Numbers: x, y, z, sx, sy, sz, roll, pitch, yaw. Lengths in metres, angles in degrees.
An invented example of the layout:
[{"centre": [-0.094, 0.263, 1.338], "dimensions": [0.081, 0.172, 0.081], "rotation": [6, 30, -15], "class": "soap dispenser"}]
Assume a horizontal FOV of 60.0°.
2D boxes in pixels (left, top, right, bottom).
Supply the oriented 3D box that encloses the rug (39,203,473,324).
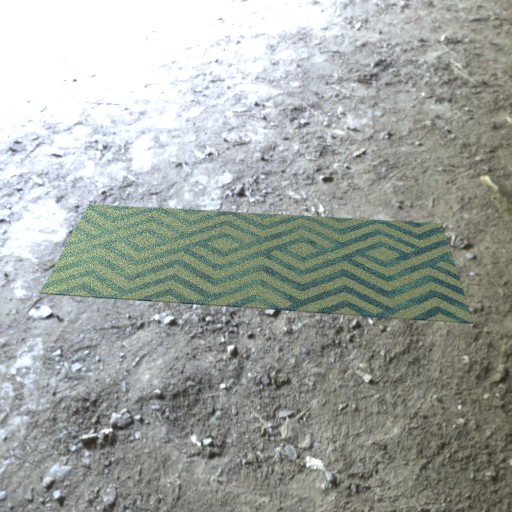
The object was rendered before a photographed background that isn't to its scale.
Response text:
[{"centre": [0.000, 0.000, 1.690], "dimensions": [1.492, 0.007, 0.503], "rotation": [4, 46, 3], "class": "rug"}]
